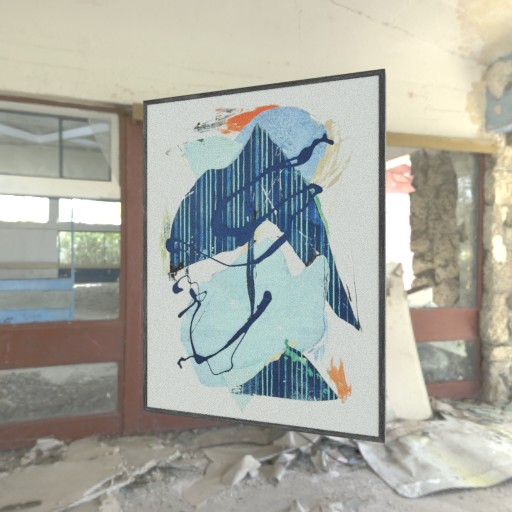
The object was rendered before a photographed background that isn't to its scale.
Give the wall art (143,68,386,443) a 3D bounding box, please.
[{"bbox_3d":[0.000,0.000,1.356,0.762,1.016,0.063,0,0,19],"label":"wall art"}]
